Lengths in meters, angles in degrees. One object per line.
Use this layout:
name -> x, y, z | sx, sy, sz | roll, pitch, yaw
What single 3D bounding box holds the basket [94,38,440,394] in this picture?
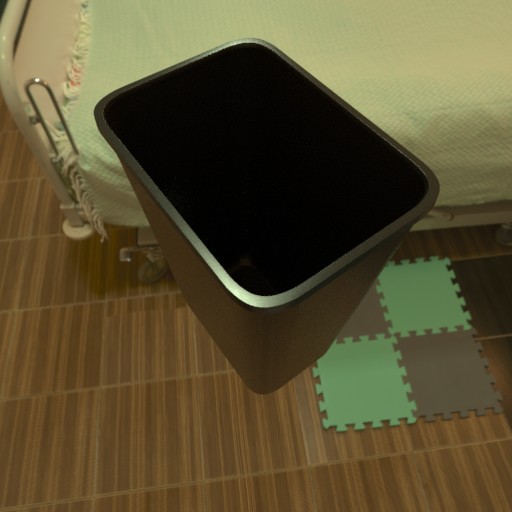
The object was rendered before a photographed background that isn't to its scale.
basket -> 0.000, 0.000, 0.766 | 0.287, 0.521, 0.394 | -32, 63, -18
